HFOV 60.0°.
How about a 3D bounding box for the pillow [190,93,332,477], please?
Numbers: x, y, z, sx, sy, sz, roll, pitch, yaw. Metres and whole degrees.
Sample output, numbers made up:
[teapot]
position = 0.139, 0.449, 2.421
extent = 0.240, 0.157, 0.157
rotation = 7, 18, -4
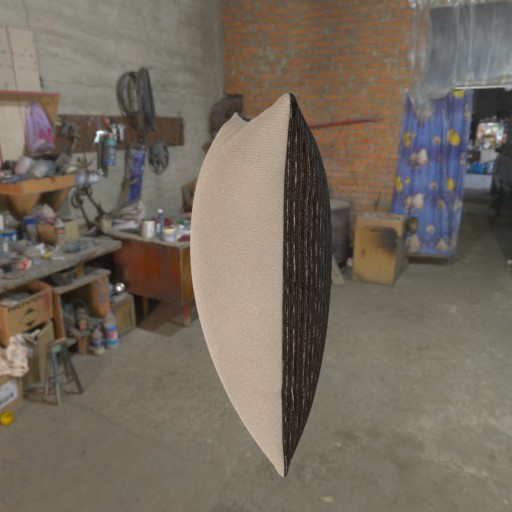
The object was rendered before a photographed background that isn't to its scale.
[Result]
[pillow]
position = 0.000, 0.000, 0.673
extent = 0.196, 0.434, 0.433
rotation = -3, 16, -9
